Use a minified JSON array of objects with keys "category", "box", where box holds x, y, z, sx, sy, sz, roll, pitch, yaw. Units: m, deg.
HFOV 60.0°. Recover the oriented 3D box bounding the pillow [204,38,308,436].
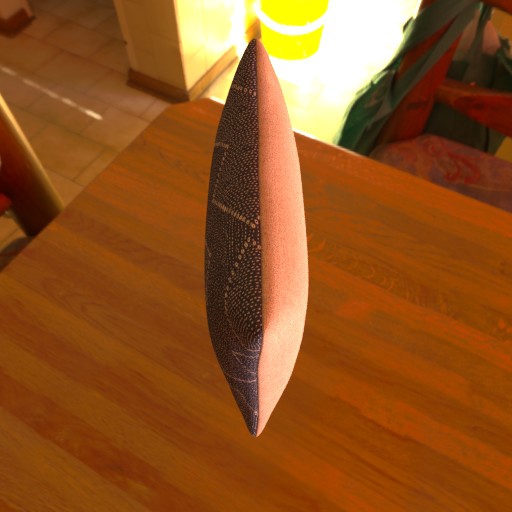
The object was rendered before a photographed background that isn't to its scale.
[{"category":"pillow","box":[0.000,0.000,0.665,0.148,0.428,0.435,-1,58,0]}]
